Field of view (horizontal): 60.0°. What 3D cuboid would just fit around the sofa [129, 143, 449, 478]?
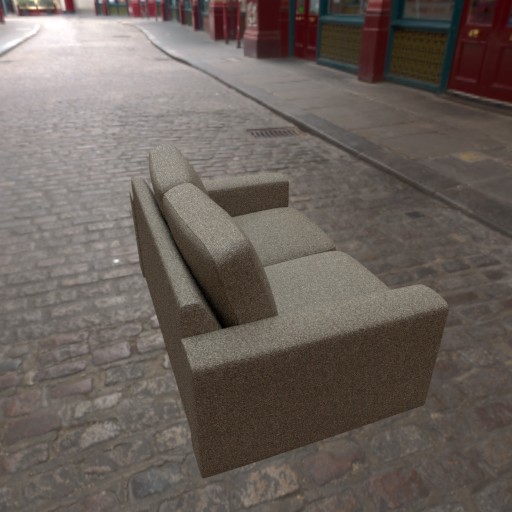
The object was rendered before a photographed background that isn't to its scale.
[{"bbox_3d":[0.000,0.000,2.197,1.016,0.873,1.616,-10,31,-18],"label":"sofa"}]
